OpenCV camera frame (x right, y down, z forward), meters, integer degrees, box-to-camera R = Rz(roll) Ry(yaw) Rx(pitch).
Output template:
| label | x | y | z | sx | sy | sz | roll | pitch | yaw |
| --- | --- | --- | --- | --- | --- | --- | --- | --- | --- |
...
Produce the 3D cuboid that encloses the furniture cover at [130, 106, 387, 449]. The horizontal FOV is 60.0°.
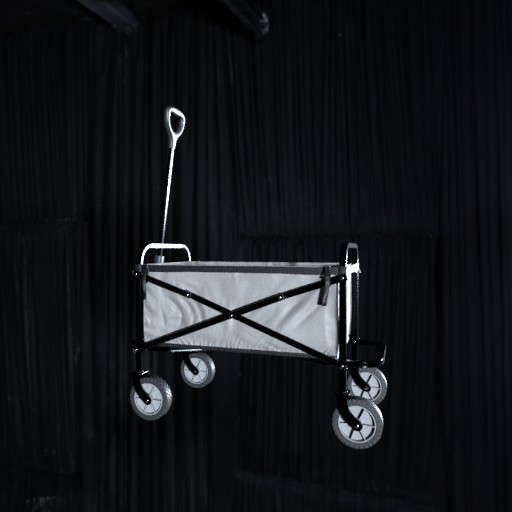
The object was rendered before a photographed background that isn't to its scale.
| label | x | y | z | sx | sy | sz | roll | pitch | yaw |
| --- | --- | --- | --- | --- | --- | --- | --- | --- | --- |
| furniture cover | 0.000 | 0.000 | 1.846 | 1.038 | 1.295 | 0.532 | 0 | 1 | 18 |
